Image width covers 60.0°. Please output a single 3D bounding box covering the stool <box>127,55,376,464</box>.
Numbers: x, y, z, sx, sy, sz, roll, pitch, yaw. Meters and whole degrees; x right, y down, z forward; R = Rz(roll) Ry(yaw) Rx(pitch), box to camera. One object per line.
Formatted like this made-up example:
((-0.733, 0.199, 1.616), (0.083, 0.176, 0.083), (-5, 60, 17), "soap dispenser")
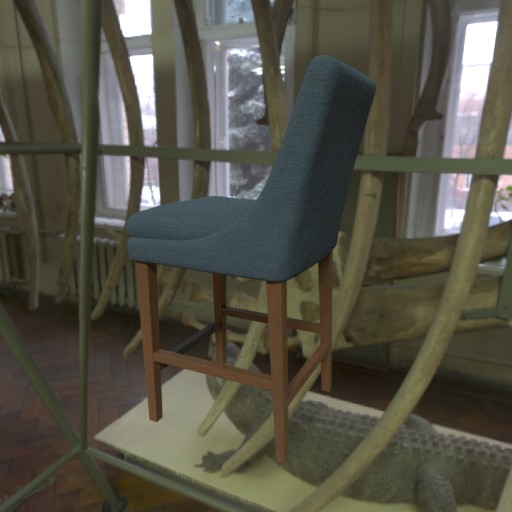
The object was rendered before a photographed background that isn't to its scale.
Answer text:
((0.000, 0.000, 1.286), (0.577, 0.981, 0.470), (7, 16, 25), "stool")
